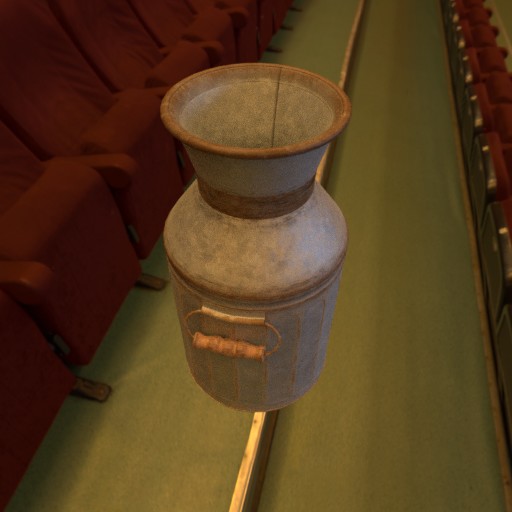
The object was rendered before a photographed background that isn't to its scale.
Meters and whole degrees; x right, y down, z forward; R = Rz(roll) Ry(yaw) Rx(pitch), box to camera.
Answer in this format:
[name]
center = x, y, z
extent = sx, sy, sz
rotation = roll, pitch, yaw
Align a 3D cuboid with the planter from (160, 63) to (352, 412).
[planter]
center = 0.000, 0.000, 0.537
extent = 0.214, 0.396, 0.245
rotation = 10, 46, 9
